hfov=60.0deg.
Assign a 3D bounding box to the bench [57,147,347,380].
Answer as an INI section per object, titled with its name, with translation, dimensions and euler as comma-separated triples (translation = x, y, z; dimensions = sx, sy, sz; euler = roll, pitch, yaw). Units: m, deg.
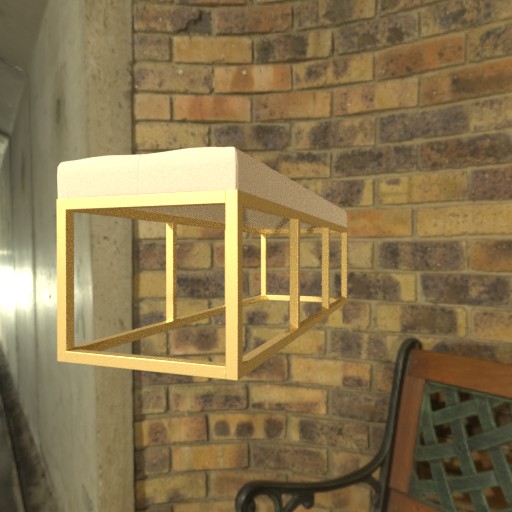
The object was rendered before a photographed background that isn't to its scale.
[bench]
translation = 0.000, 0.000, 1.647
dimensions = 0.457, 0.484, 1.473
euler = 0, 1, 20
